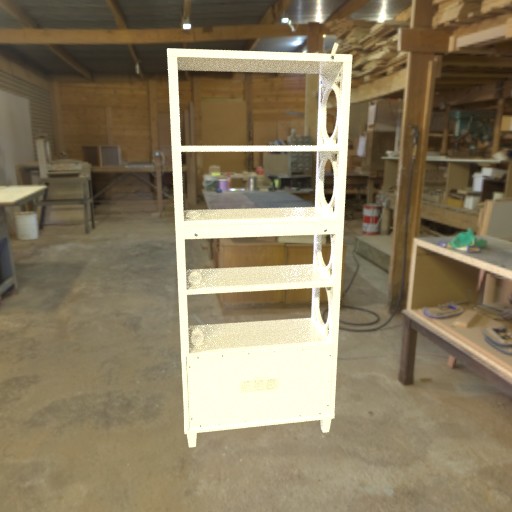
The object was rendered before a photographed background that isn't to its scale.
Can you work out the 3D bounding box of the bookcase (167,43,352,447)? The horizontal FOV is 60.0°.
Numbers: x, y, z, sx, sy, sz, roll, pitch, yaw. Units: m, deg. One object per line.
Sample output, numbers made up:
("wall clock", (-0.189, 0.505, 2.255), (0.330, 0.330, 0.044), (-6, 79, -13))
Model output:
("bookcase", (0.000, 0.000, 2.171), (0.761, 1.869, 0.361), (-2, 15, -9))
